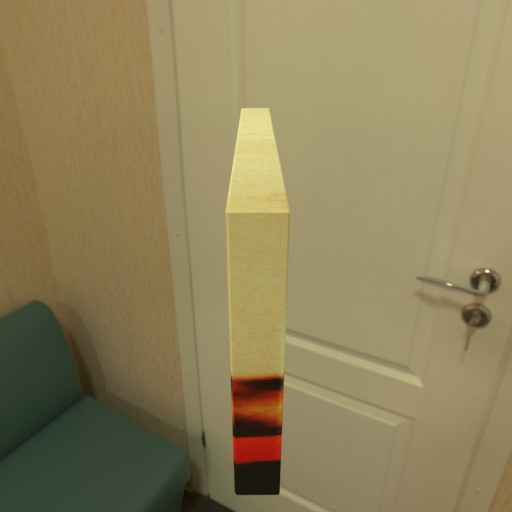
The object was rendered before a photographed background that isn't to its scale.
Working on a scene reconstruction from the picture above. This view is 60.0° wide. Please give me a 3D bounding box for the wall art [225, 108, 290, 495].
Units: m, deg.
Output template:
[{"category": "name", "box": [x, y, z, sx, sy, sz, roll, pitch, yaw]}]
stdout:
[{"category": "wall art", "box": [0.000, 0.000, 0.481, 0.037, 0.251, 0.383, 0, 27, 0]}]
